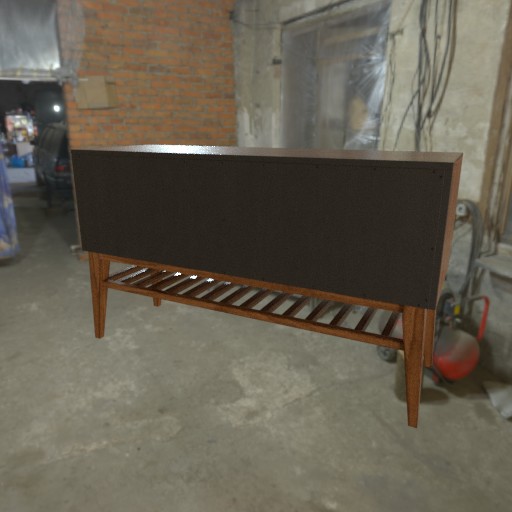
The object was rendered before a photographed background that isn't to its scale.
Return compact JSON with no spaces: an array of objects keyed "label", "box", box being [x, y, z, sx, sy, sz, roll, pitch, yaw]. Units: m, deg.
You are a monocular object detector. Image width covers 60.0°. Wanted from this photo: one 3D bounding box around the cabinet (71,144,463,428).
[{"label":"cabinet","box":[0.000,0.000,1.734,1.363,0.802,0.477,8,18,26]}]
